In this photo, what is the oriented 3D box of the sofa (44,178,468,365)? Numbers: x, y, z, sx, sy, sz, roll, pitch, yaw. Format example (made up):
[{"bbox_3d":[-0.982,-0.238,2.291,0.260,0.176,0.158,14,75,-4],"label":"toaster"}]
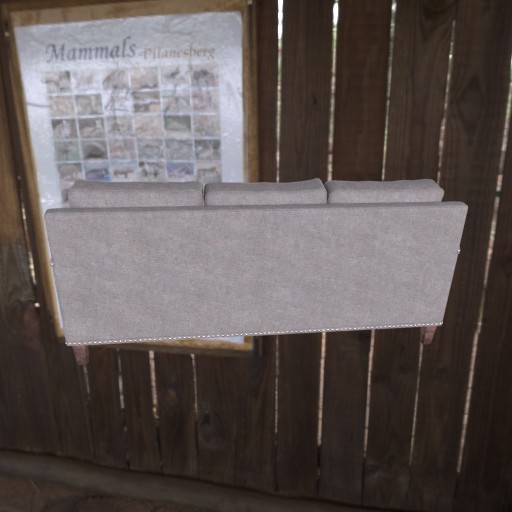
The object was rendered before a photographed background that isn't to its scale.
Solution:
[{"bbox_3d":[0.000,0.000,2.851,2.226,1.042,1.034,-2,14,-7],"label":"sofa"}]
